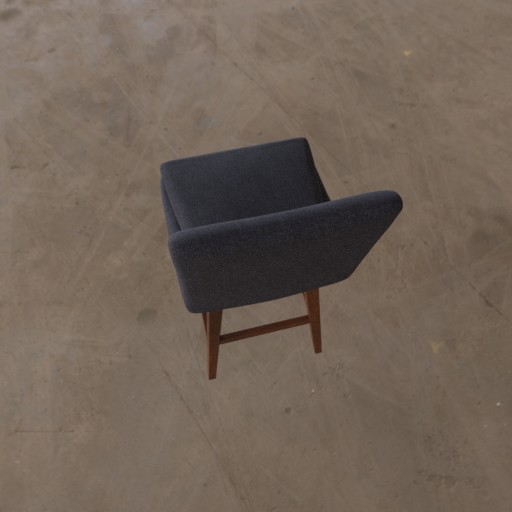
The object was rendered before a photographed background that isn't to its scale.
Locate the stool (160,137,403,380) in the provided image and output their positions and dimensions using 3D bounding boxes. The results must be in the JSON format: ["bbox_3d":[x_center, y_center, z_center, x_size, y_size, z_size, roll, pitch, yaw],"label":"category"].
[{"bbox_3d":[0.000,0.000,1.369,0.489,1.068,0.572,-12,60,-7],"label":"stool"}]
